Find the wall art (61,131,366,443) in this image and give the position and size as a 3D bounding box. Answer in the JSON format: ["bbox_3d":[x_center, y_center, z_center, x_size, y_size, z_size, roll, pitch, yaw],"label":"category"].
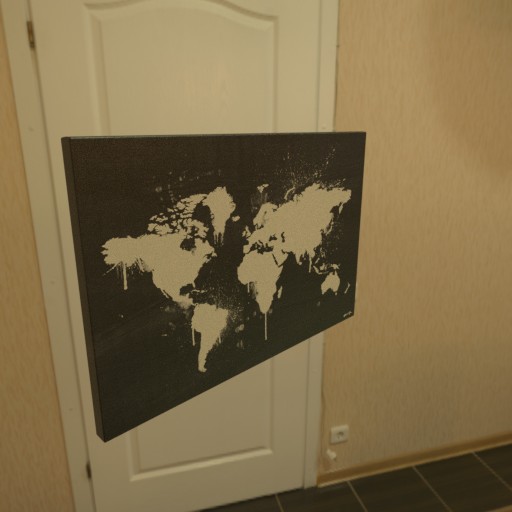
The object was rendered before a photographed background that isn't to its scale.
[{"bbox_3d":[0.000,0.000,1.145,0.912,0.612,0.038,-16,23,-42],"label":"wall art"}]
